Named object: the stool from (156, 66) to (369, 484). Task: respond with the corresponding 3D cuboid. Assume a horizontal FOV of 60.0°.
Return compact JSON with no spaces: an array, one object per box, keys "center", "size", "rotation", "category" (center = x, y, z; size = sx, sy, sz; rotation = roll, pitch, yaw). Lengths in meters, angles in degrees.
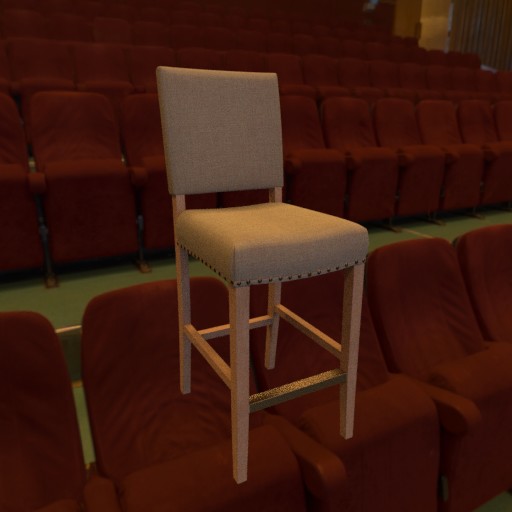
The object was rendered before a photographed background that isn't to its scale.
[{"center":[0.000,0.000,1.448],"size":[0.445,1.173,0.585],"rotation":[-9,19,-27],"category":"stool"}]
